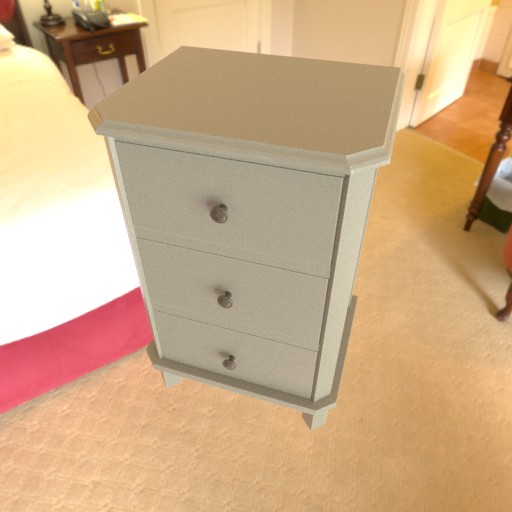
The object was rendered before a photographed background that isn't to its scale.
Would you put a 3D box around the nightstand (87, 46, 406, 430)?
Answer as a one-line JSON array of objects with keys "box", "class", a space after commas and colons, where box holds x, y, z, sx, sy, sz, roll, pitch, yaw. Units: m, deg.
[{"box": [0.000, 0.000, 0.908, 0.435, 0.680, 0.348, 12, 43, 13], "class": "nightstand"}]
